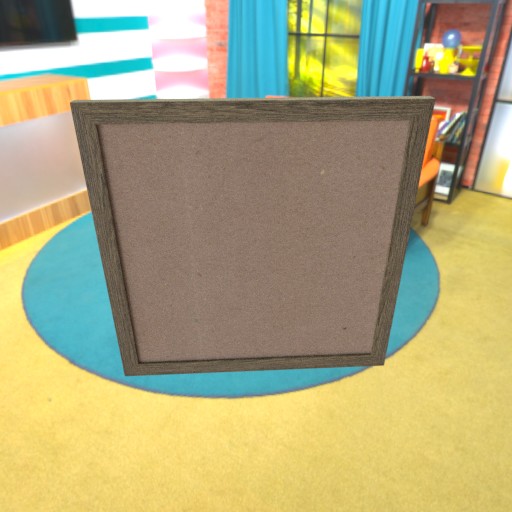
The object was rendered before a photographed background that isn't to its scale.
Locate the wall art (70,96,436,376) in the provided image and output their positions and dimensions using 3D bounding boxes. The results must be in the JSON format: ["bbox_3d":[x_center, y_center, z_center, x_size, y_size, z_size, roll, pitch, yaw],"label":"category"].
[{"bbox_3d":[0.000,0.000,0.749,0.508,0.508,0.019,-2,30,-3],"label":"wall art"}]
